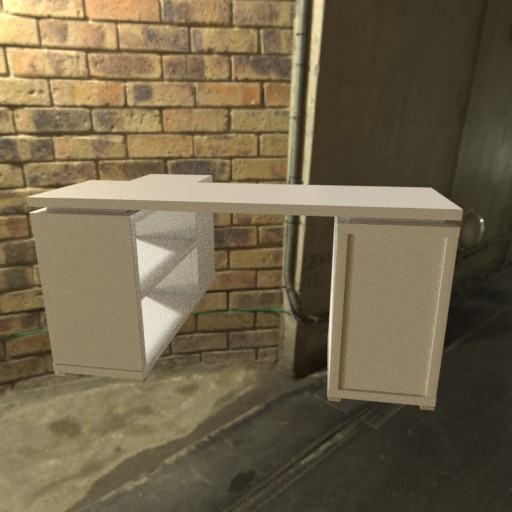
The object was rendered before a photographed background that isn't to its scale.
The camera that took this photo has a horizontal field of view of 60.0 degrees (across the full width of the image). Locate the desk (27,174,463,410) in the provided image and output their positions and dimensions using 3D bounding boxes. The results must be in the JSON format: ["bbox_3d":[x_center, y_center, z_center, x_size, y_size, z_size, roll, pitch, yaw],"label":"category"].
[{"bbox_3d":[0.000,0.000,2.200,1.524,0.753,1.200,3,18,9],"label":"desk"}]
